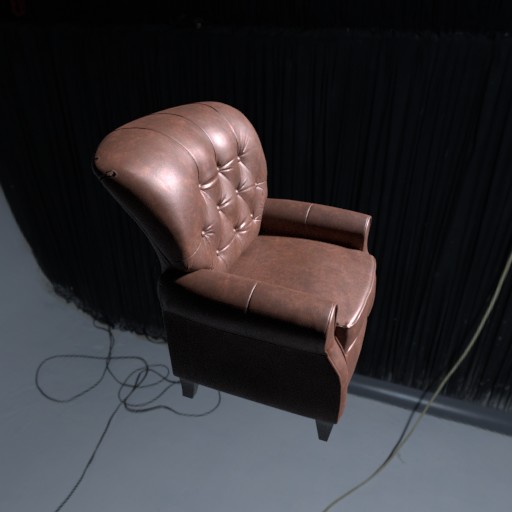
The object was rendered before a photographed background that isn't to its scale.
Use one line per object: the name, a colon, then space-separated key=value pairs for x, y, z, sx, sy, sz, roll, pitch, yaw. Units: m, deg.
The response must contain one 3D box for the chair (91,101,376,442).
chair: x=0.000 y=0.000 z=1.949 sx=1.031 sy=1.162 sz=0.979 roll=11 pitch=32 yaw=18
